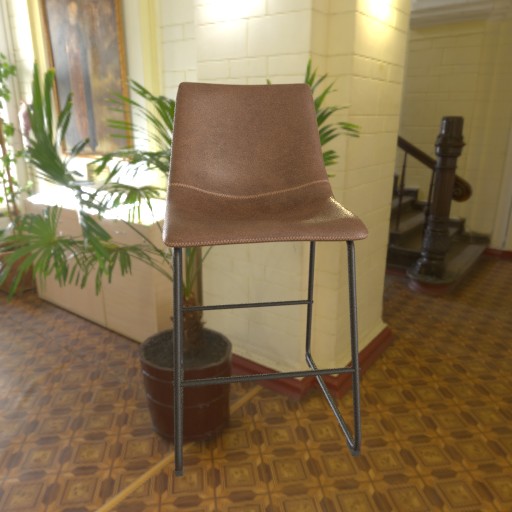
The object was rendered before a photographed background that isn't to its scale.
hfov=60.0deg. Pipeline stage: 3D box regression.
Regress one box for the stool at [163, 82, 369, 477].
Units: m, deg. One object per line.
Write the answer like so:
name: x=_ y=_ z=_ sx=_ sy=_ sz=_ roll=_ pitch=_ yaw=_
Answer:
stool: x=0.000 y=0.000 z=1.174 sx=0.460 sy=0.890 sz=0.550 roll=-3 pitch=18 yaw=-8
